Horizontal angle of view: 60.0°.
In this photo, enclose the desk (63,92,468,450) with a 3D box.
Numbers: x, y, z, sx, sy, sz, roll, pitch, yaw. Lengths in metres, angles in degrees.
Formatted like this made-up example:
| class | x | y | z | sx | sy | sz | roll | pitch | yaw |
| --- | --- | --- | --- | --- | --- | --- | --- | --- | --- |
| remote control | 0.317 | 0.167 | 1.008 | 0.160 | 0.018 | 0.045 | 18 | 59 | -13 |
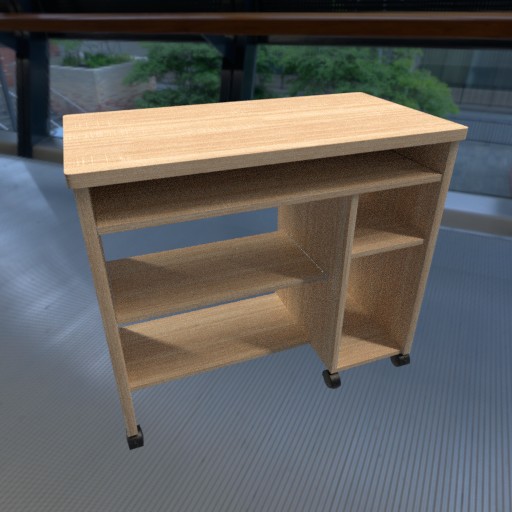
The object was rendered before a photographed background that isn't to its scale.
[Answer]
| class | x | y | z | sx | sy | sz | roll | pitch | yaw |
| --- | --- | --- | --- | --- | --- | --- | --- | --- | --- |
| desk | 0.000 | 0.000 | 1.281 | 0.884 | 0.770 | 0.480 | -11 | 32 | -18 |
